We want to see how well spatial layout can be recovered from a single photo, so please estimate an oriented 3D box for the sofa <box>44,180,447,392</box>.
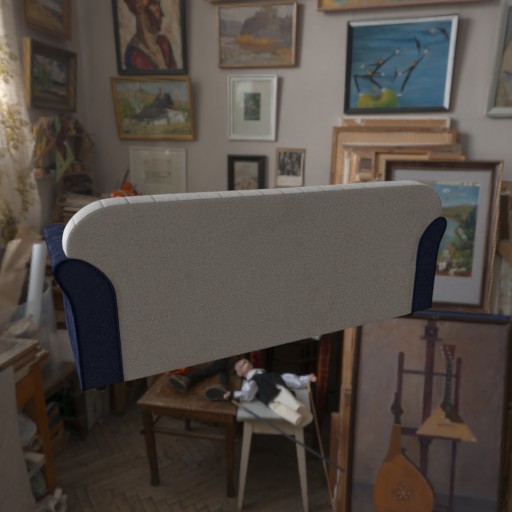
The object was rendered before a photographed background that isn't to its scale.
[{"bbox_3d":[0.000,0.000,2.379,2.006,0.789,0.749,-8,17,-26],"label":"sofa"}]
